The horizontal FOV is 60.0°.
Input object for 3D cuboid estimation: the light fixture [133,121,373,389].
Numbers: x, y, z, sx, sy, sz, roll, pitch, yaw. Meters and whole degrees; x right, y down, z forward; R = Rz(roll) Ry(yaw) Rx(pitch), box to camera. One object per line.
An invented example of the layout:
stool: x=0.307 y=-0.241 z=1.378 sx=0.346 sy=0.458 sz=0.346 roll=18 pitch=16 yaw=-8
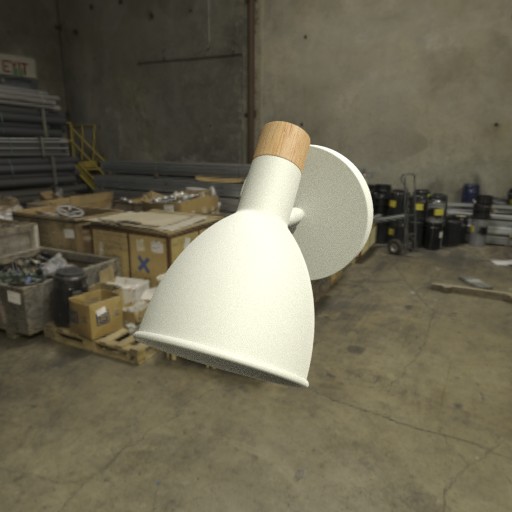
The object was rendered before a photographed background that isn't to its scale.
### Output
light fixture: x=0.000 y=0.000 z=0.336 sx=0.127 sy=0.199 sz=0.209 roll=7 pitch=16 yaw=26
